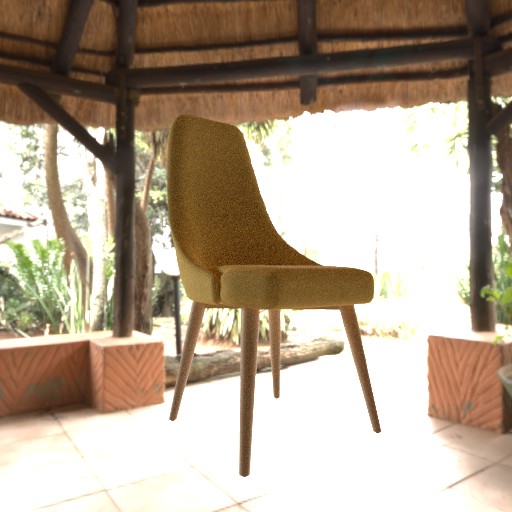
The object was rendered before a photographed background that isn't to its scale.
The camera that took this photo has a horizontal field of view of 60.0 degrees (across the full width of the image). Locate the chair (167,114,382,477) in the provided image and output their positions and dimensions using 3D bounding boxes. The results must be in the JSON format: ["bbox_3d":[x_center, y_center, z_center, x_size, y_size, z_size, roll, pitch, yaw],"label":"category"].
[{"bbox_3d":[0.000,0.000,1.401,0.510,1.040,0.660,1,-2,-35],"label":"chair"}]
